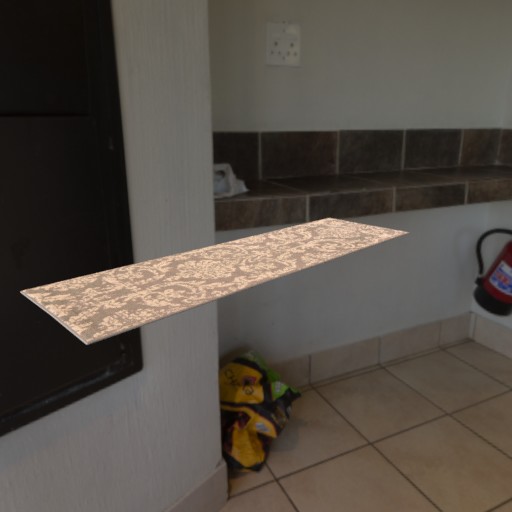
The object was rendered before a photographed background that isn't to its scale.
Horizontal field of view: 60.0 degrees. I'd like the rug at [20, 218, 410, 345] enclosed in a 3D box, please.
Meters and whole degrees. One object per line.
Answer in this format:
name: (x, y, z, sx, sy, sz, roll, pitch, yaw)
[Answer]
rug: (0.000, 0.000, 2.416, 2.196, 0.011, 0.662, -16, 23, -42)
